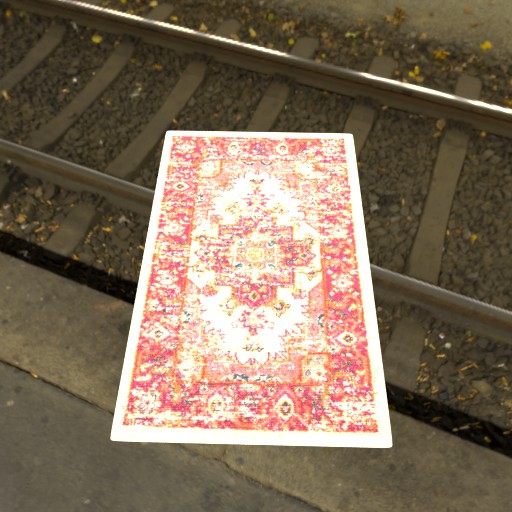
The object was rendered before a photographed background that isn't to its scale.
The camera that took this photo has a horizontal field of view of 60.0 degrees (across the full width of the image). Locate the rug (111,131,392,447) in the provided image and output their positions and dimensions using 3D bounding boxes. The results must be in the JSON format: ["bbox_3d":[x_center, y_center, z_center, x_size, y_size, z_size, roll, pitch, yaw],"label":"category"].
[{"bbox_3d":[0.000,0.000,1.098,0.556,0.004,0.868,1,58,1],"label":"rug"}]
